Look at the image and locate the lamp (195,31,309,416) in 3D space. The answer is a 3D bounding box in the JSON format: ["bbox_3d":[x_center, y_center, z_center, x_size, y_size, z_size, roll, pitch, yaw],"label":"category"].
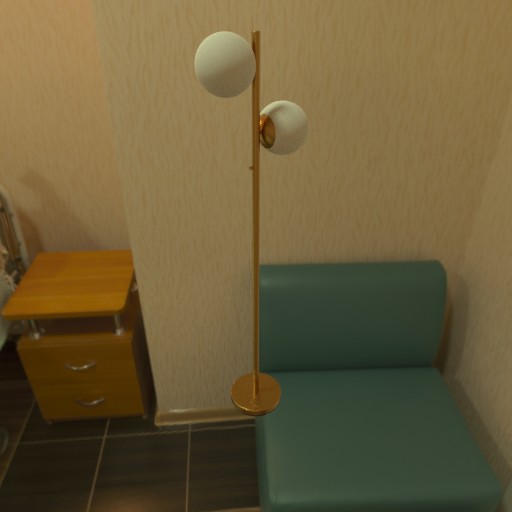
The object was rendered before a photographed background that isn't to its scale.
[{"bbox_3d":[0.000,0.000,1.802,0.419,1.641,0.249,-19,36,-29],"label":"lamp"}]
